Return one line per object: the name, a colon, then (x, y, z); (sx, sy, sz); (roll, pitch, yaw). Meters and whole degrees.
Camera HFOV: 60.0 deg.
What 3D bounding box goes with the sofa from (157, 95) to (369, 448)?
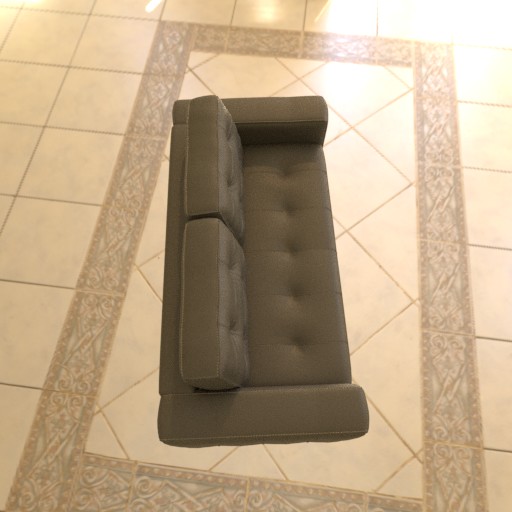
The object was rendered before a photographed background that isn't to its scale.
sofa: (0.000, 0.000, 2.201); (0.833, 0.892, 1.726); (-2, 66, -1)
